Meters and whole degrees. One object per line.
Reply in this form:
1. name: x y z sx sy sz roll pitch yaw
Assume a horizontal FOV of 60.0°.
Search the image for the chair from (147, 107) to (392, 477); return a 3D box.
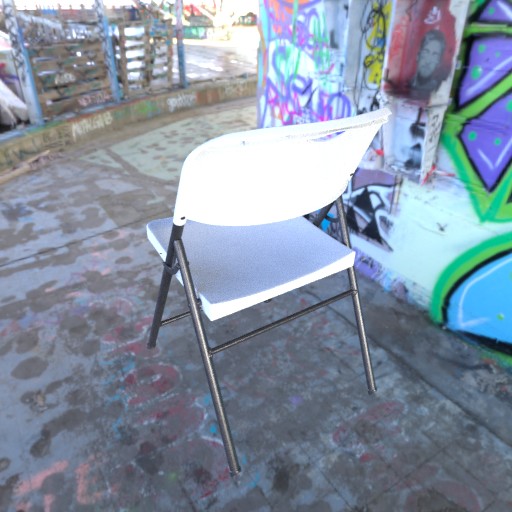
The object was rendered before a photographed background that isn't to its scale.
1. chair: 0.000 0.000 1.162 0.494 0.810 0.566 -18 35 -28
